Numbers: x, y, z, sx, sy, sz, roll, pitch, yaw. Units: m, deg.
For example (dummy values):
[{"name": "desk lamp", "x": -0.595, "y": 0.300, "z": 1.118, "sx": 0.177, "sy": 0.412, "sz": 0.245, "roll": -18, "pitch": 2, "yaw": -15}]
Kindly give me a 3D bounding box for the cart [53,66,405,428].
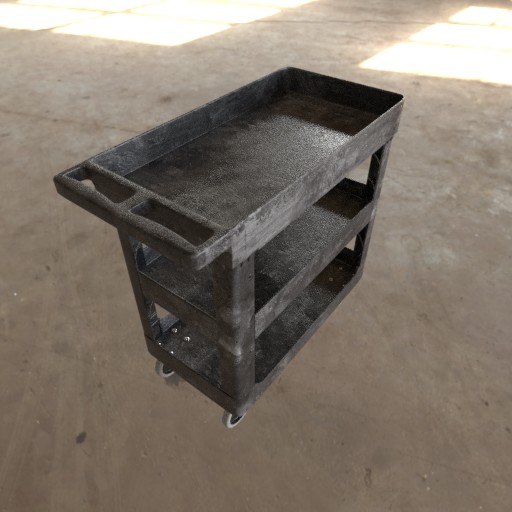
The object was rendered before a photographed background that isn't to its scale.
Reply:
[{"name": "cart", "x": 0.000, "y": 0.000, "z": 1.361, "sx": 0.420, "sy": 0.824, "sz": 0.877, "roll": 27, "pitch": 48, "yaw": 27}]
